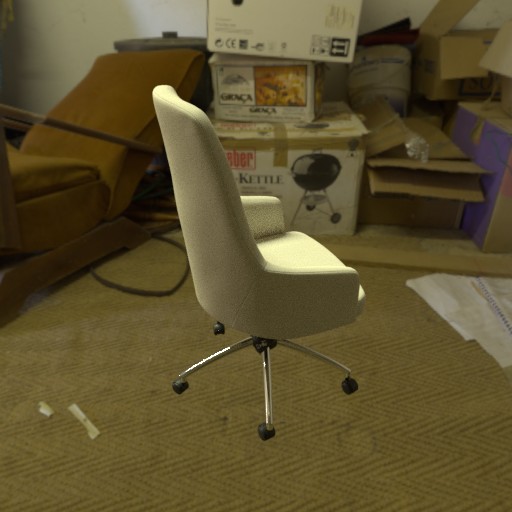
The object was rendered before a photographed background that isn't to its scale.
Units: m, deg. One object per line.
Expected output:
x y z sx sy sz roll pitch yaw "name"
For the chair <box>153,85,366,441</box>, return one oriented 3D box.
0.000 0.000 1.459 0.640 1.049 0.620 -10 31 -18 "chair"
